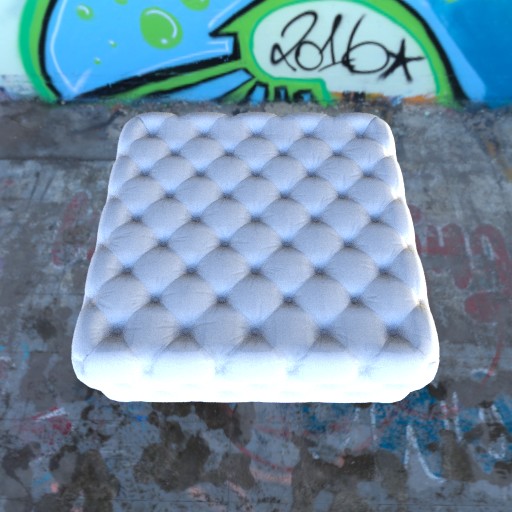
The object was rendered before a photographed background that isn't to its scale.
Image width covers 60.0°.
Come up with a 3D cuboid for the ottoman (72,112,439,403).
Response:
[{"bbox_3d":[0.000,0.000,1.186,0.753,0.376,0.755,0,58,0],"label":"ottoman"}]
